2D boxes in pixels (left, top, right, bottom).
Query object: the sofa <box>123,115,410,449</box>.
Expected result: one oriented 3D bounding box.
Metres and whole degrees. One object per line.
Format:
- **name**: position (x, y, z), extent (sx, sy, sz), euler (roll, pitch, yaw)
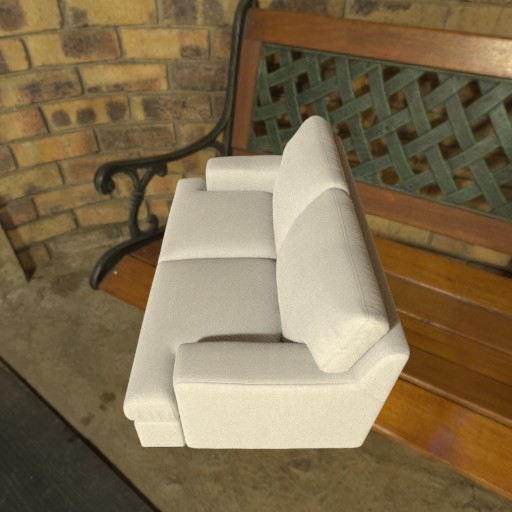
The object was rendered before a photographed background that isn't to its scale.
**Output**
- **sofa**: position (0.000, 0.000, 2.491), extent (1.143, 0.940, 1.880), euler (0, 41, 0)
